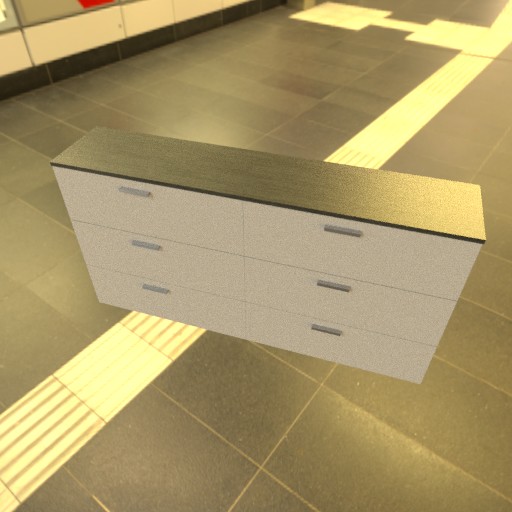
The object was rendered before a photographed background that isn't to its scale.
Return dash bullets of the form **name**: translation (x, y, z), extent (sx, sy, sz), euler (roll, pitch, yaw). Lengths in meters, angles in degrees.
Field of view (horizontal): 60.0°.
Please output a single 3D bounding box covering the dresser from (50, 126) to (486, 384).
- **dresser**: translation (0.000, 0.000, 1.865), extent (1.535, 0.790, 0.333), euler (12, 43, 13)
